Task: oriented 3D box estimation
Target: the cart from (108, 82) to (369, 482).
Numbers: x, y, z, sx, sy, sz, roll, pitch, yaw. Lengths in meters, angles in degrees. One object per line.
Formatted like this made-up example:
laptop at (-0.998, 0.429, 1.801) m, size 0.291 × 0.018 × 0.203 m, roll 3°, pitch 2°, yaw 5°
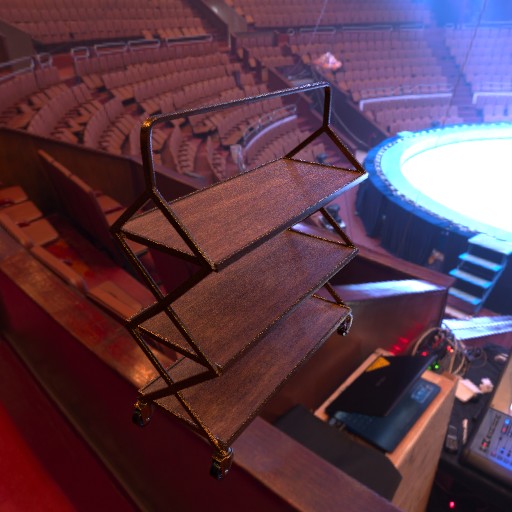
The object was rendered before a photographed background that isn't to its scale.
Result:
cart at (0.000, 0.000, 1.172) m, size 0.313 × 0.805 × 0.723 m, roll 18°, pitch 33°, yaw 31°
